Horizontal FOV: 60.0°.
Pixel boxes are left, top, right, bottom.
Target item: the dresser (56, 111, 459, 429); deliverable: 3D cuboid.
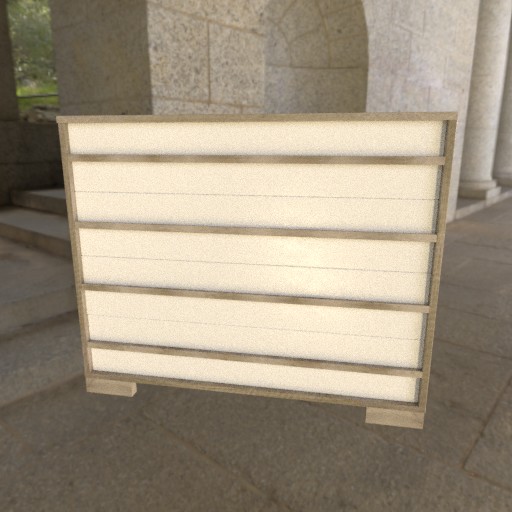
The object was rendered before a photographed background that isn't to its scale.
[{"bbox_3d":[0.000,0.000,1.369,0.994,0.816,0.404,3,15,10],"label":"dresser"}]
